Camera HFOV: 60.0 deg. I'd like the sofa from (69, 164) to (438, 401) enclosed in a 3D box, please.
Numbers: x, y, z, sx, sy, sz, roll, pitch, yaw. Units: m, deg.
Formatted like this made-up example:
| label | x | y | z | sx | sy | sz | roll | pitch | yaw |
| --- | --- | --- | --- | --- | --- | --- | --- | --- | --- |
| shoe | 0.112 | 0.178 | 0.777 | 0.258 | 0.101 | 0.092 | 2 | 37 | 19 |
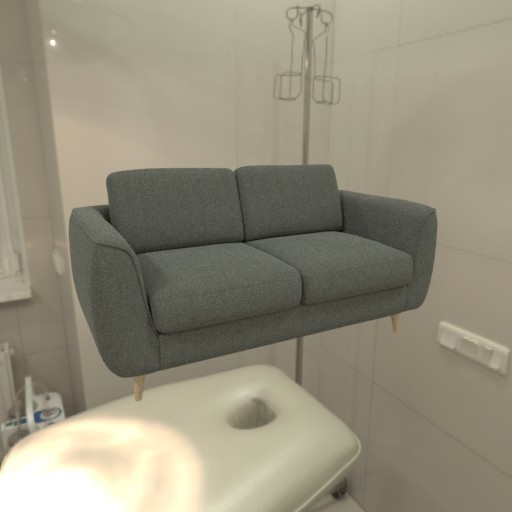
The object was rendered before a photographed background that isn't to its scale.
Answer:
| label | x | y | z | sx | sy | sz | roll | pitch | yaw |
| --- | --- | --- | --- | --- | --- | --- | --- | --- | --- |
| sofa | 0.000 | 0.000 | 2.249 | 1.700 | 0.870 | 0.920 | -8 | 17 | -27 |
